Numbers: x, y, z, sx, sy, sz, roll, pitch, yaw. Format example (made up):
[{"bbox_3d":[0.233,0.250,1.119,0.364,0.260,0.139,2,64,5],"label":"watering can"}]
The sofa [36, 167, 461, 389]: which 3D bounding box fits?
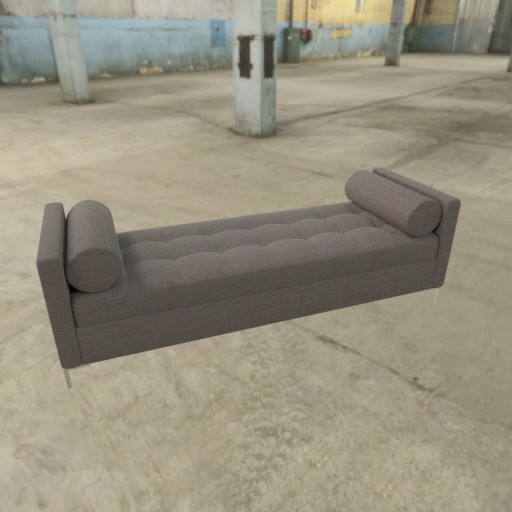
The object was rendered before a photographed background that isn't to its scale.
[{"bbox_3d":[0.000,0.000,2.348,1.981,0.635,0.686,-9,28,-18],"label":"sofa"}]
